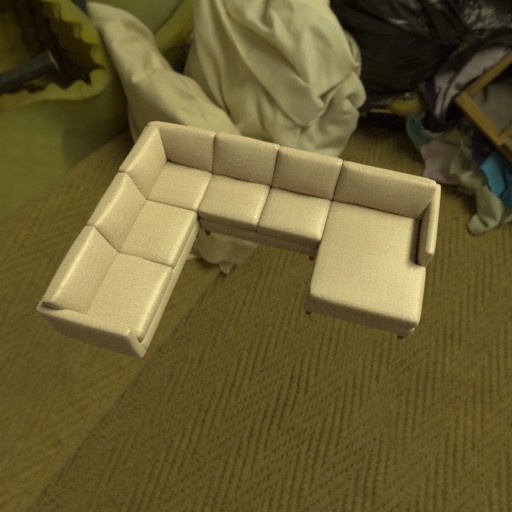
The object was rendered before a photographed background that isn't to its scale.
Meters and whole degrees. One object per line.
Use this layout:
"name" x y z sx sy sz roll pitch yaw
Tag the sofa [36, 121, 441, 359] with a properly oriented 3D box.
"sofa" 0.000 0.000 4.610 3.460 0.961 2.594 14 60 8
